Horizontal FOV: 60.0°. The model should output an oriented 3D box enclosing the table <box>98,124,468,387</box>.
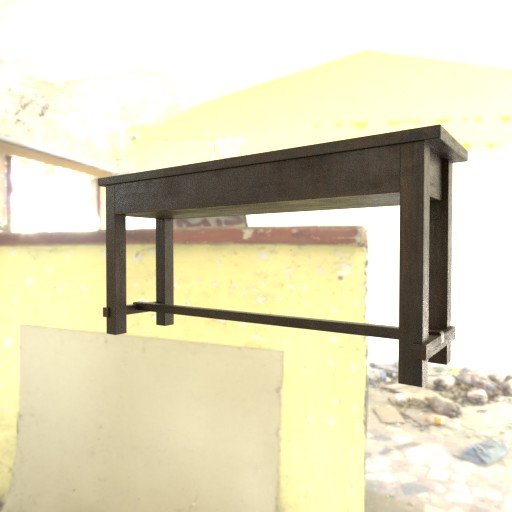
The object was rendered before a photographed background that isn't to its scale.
[{"bbox_3d":[0.000,0.000,1.902,1.599,0.762,0.442,0,1,35],"label":"table"}]
